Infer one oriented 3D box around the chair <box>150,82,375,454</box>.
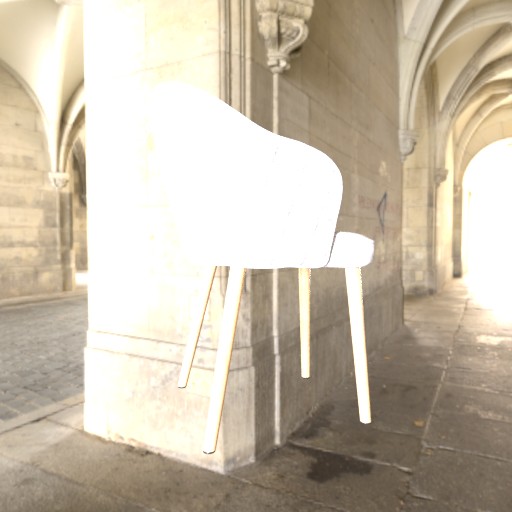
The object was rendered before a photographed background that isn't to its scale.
[{"bbox_3d":[0.000,0.000,1.162,0.530,0.800,0.540,-1,3,-17],"label":"chair"}]
